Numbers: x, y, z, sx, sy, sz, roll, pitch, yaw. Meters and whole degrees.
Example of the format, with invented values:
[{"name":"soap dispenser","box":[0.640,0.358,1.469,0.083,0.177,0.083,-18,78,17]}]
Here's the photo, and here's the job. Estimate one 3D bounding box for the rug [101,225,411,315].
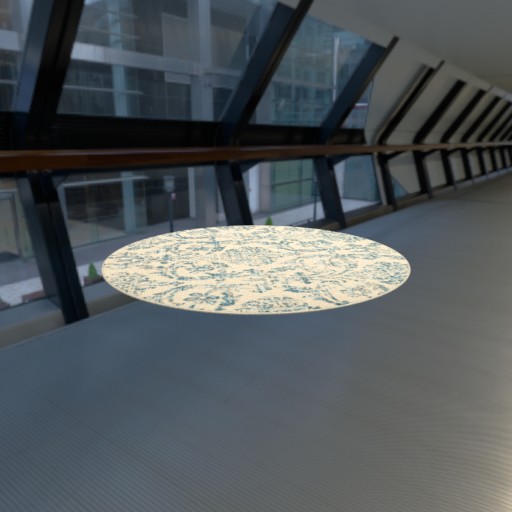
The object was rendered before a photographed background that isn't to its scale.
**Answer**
[{"name":"rug","box":[0.000,0.000,2.407,1.593,0.012,1.593,0,16,0]}]
